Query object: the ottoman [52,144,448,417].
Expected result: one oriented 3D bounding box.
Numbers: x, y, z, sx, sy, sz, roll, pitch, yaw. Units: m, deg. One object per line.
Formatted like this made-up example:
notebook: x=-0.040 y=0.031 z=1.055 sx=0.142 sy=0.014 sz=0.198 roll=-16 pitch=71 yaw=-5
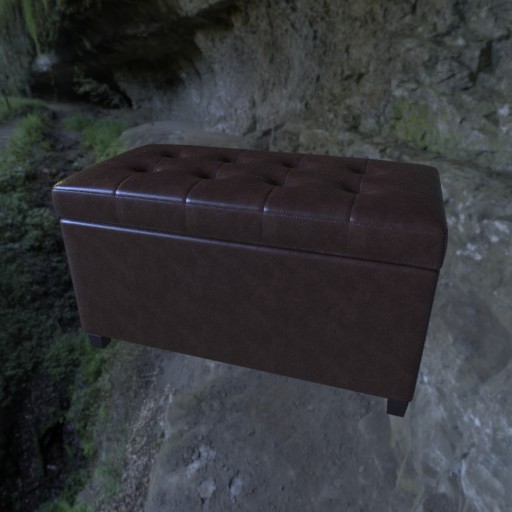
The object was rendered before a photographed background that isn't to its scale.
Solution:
ottoman: x=0.000 y=0.000 z=1.141 sx=0.838 sy=0.470 sz=0.432 roll=8 pitch=28 yaw=16
